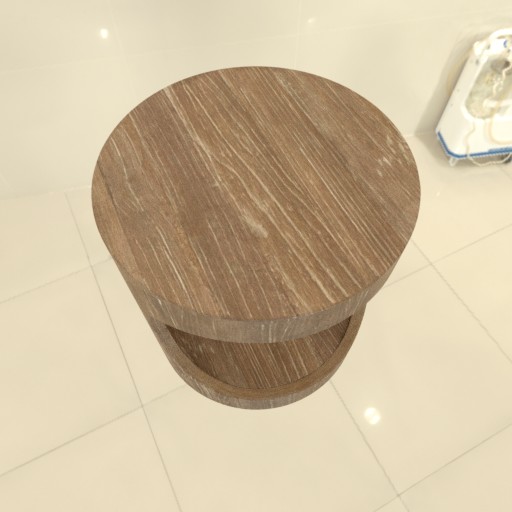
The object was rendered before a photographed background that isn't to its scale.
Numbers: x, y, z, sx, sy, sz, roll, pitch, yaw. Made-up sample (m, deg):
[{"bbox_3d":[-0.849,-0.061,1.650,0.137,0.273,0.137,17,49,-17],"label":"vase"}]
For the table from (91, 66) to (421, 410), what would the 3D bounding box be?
[{"bbox_3d":[0.000,0.000,0.957,0.527,0.551,0.527,0,59,0],"label":"table"}]
